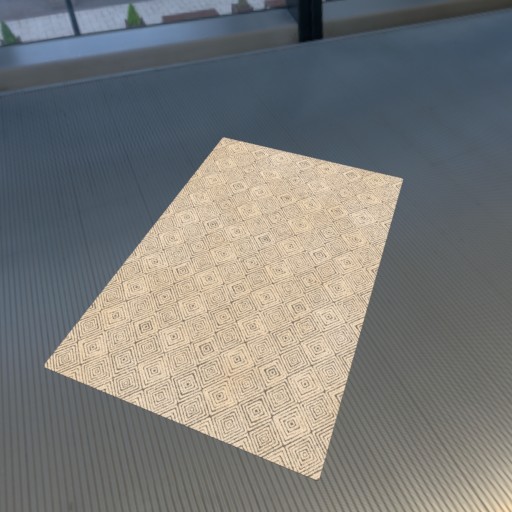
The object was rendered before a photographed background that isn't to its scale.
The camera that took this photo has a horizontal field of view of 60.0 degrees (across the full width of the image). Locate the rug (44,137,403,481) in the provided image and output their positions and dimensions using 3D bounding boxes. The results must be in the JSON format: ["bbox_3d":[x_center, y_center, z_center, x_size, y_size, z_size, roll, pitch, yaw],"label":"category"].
[{"bbox_3d":[0.000,0.000,2.231,1.175,0.008,1.783,17,50,14],"label":"rug"}]
